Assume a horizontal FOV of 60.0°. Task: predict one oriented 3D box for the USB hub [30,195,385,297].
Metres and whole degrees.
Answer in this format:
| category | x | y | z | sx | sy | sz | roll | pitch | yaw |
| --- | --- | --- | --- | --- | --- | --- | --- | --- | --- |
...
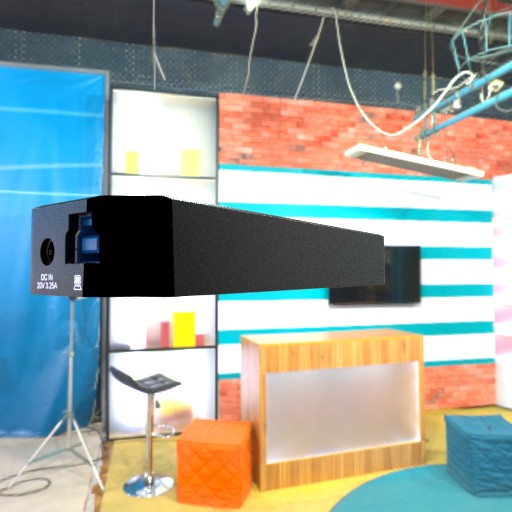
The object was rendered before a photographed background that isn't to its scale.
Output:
| category | x | y | z | sx | sy | sz | roll | pitch | yaw |
| --- | --- | --- | --- | --- | --- | --- | --- | --- | --- |
| USB hub | 0.000 | 0.000 | 0.161 | 0.044 | 0.023 | 0.145 | -2 | -3 | 37 |
